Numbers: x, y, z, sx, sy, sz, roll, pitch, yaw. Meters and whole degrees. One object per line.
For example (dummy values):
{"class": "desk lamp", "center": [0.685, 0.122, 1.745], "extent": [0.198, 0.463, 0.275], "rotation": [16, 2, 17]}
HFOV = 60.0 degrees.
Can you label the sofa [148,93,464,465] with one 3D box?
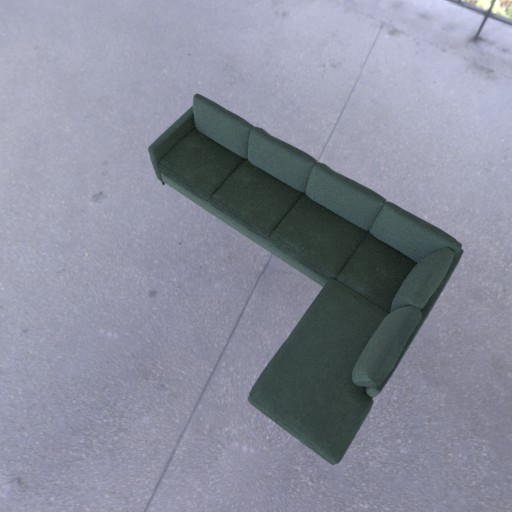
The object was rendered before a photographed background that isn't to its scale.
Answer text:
{"class": "sofa", "center": [0.000, 0.000, 3.302], "extent": [2.486, 0.687, 1.707], "rotation": [33, 69, 15]}
